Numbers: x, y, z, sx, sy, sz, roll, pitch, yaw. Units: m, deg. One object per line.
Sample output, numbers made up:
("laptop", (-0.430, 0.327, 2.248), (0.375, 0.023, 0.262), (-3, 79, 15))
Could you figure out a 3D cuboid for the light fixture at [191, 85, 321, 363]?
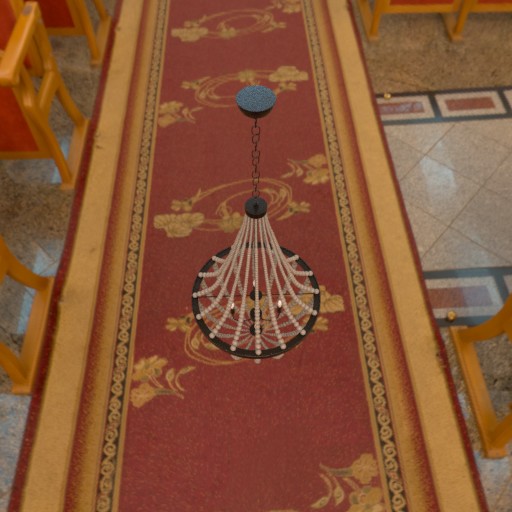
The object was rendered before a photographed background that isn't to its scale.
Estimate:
("light fixture", (0.000, 0.000, 1.335), (0.450, 1.133, 0.450), (0, 57, 0))
